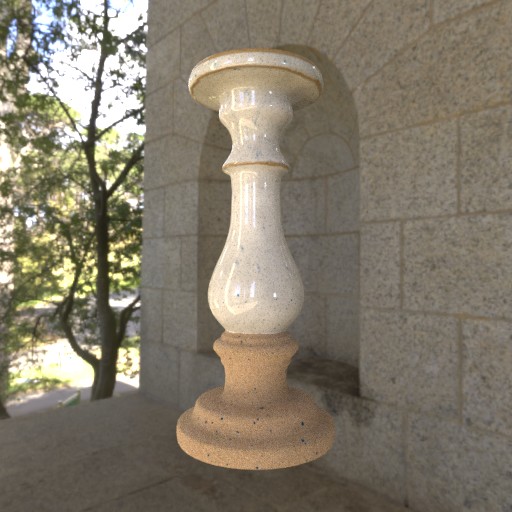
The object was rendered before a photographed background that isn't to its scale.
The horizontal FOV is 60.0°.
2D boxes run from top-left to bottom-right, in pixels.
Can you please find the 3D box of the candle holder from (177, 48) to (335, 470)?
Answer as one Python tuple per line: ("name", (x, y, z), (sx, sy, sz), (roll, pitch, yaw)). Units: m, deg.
("candle holder", (0.000, 0.000, 0.251), (0.088, 0.203, 0.088), (0, -1, 0))
